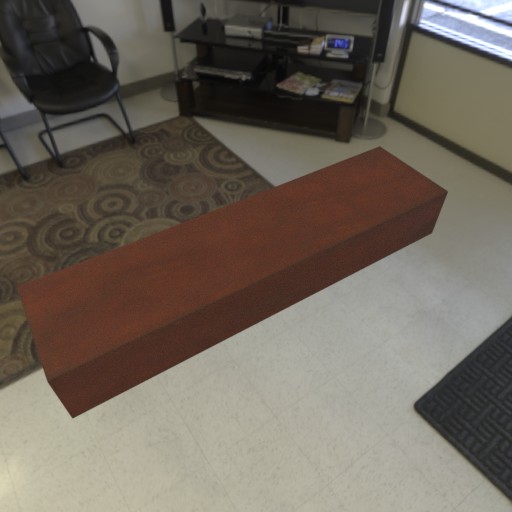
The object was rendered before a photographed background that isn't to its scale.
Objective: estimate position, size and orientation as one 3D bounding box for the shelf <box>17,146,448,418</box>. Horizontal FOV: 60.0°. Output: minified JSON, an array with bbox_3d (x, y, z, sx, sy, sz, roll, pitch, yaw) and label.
[{"bbox_3d":[0.000,0.000,0.649,0.607,0.088,0.152,-24,50,-22],"label":"shelf"}]
